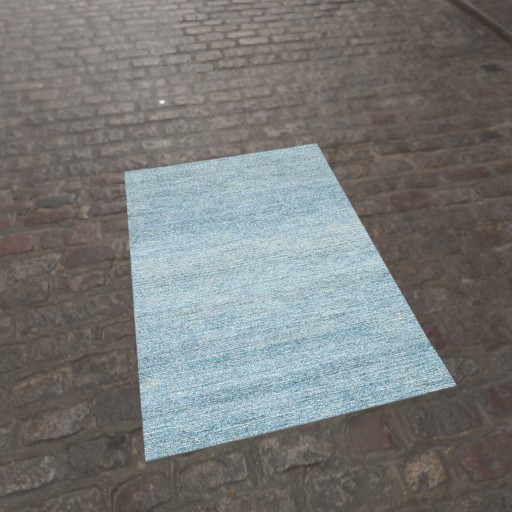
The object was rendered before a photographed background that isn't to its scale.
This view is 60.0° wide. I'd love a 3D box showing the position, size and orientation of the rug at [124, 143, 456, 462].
[{"bbox_3d":[0.000,0.000,2.909,1.611,0.026,2.260,-10,49,-9],"label":"rug"}]
